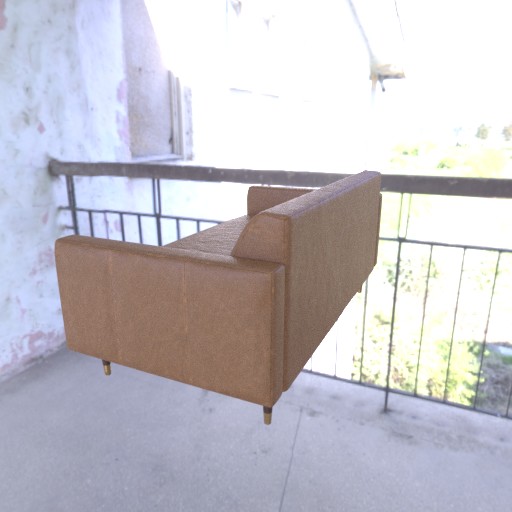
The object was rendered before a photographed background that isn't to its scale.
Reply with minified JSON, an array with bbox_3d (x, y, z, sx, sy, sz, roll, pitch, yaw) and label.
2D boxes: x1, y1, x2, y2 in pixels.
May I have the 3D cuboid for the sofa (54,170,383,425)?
[{"bbox_3d":[0.000,0.000,2.407,0.993,0.821,1.847,8,18,24],"label":"sofa"}]
